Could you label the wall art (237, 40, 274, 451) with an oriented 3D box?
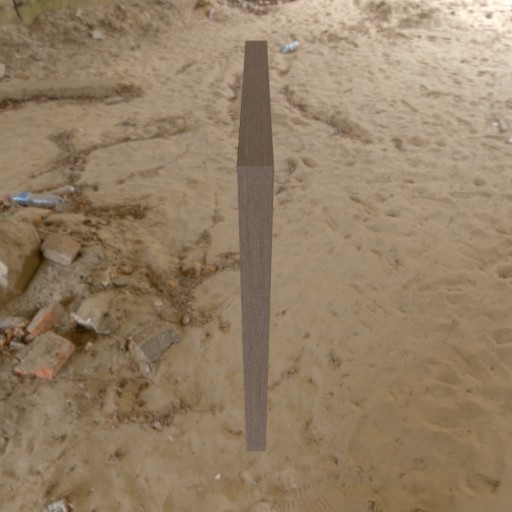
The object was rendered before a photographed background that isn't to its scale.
[{"bbox_3d":[0.000,0.000,0.670,0.032,0.510,0.358,0,41,0],"label":"wall art"}]
